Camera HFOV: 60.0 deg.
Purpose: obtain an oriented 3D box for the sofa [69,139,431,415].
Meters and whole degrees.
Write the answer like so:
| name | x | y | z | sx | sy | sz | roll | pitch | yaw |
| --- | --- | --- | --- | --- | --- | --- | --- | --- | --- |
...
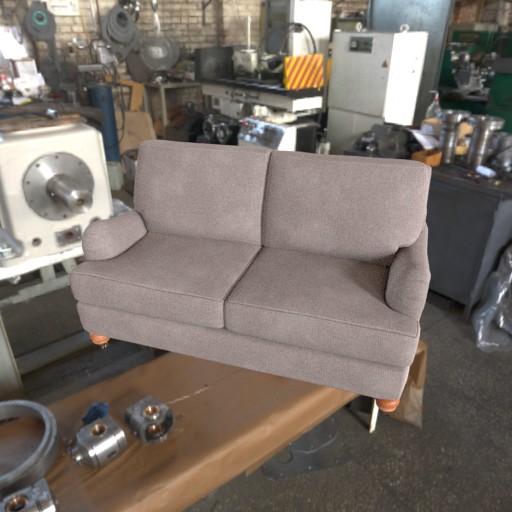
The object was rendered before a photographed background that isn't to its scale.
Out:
| name | x | y | z | sx | sy | sz | roll | pitch | yaw |
| --- | --- | --- | --- | --- | --- | --- | --- | --- | --- |
| sofa | 0.000 | 0.000 | 2.559 | 1.853 | 1.101 | 1.084 | 9 | 29 | 16 |
